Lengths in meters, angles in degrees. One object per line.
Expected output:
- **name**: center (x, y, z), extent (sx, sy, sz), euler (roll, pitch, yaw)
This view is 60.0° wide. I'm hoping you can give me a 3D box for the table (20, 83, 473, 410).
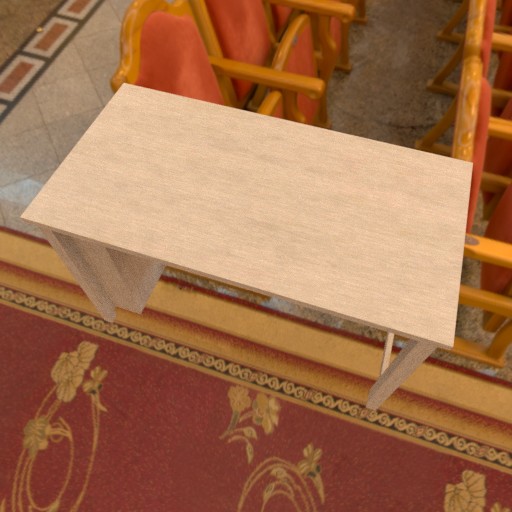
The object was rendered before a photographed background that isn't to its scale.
- **table**: center (0.000, 0.000, 1.896), extent (1.397, 0.874, 0.729), euler (16, 59, 10)
